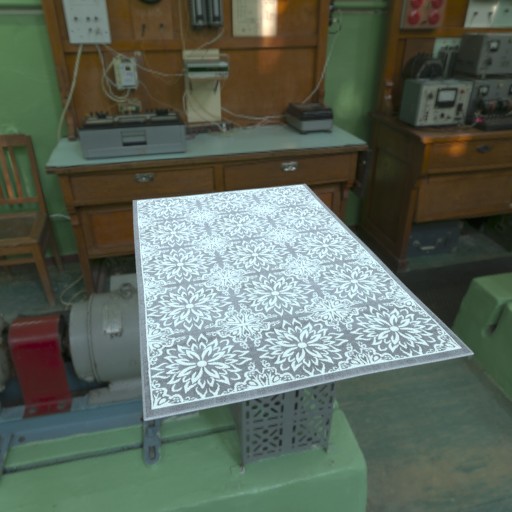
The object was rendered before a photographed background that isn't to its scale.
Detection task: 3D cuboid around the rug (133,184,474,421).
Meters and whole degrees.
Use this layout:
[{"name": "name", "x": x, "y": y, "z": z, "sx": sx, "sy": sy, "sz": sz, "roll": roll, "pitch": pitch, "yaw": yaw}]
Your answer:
[{"name": "rug", "x": 0.000, "y": 0.000, "z": 3.442, "sx": 1.819, "sy": 0.018, "sz": 2.746, "roll": -7, "pitch": 31, "yaw": -13}]
